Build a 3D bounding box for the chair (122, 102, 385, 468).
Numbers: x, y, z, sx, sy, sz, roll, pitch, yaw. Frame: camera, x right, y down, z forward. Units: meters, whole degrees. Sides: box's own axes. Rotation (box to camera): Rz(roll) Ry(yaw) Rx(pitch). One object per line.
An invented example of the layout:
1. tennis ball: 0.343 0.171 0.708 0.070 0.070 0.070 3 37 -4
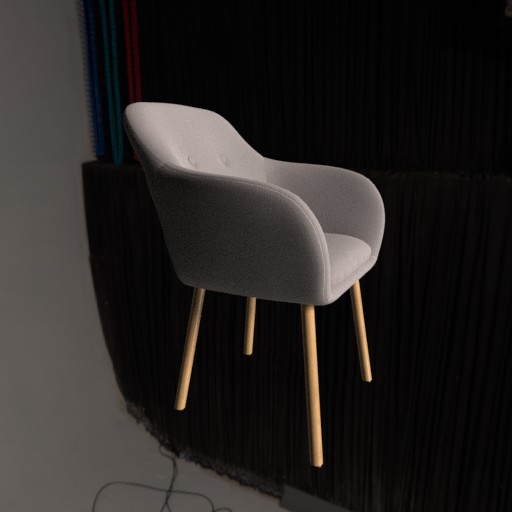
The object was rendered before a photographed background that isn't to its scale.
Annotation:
1. chair: 0.000 0.000 1.241 0.590 0.830 0.570 8 16 28
